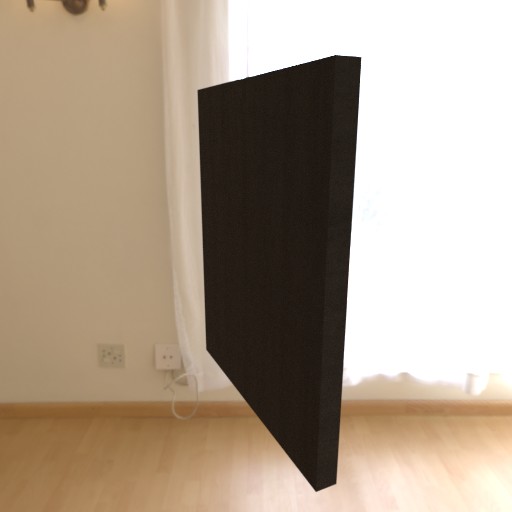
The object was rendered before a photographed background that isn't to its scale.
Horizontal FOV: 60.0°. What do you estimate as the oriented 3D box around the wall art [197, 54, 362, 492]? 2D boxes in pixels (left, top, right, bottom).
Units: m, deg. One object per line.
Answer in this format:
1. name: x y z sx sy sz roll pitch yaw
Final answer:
1. wall art: 0.000 0.000 0.737 0.034 0.552 0.455 -7 17 -24
